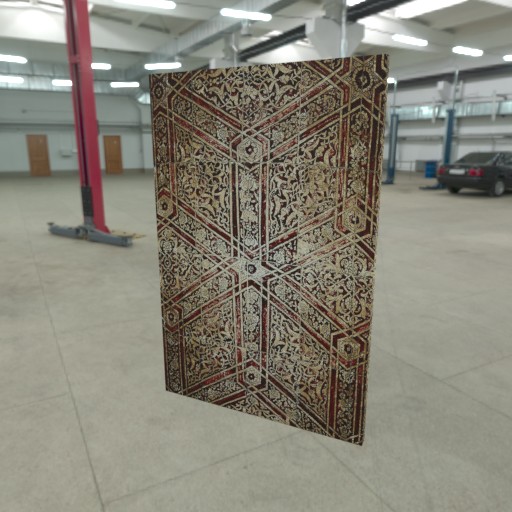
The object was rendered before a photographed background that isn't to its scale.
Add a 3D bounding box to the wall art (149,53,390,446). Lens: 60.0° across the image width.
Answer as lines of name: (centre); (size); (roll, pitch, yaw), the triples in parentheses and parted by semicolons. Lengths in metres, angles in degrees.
wall art: (0.000, 0.000, 1.134); (0.599, 0.904, 0.030); (7, 15, 25)
